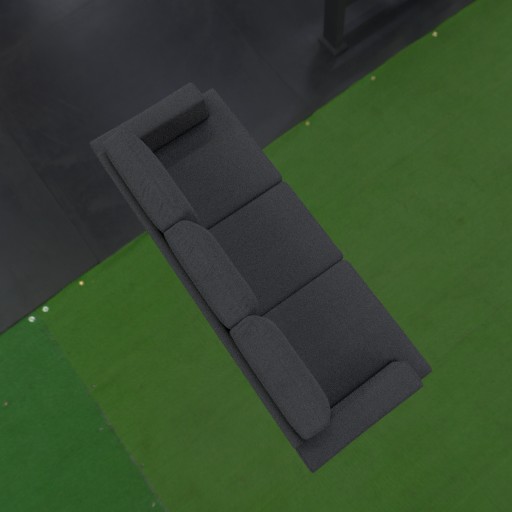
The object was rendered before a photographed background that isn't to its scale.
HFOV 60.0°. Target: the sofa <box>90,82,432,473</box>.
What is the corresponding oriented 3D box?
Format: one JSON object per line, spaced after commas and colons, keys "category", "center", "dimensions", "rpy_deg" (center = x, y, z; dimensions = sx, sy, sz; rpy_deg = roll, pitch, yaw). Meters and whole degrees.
{"category": "sofa", "center": [0.000, 0.000, 2.726], "dimensions": [0.920, 0.810, 2.310], "rpy_deg": [-34, 78, -8]}
